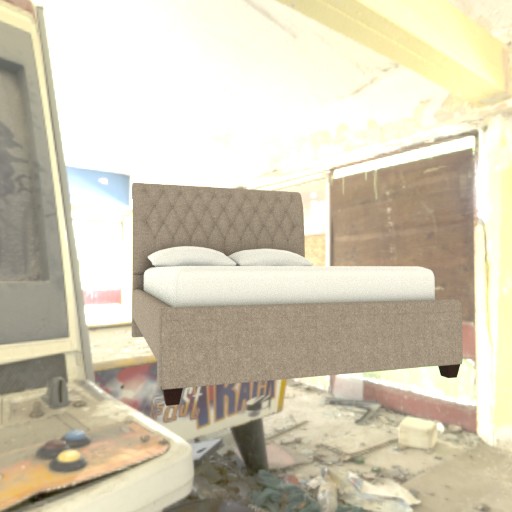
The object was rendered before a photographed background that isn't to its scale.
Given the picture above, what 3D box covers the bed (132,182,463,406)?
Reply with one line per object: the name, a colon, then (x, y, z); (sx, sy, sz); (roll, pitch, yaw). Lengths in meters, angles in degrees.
bed: (0.000, 0.000, 3.237); (1.645, 1.371, 2.252); (1, -2, -19)
